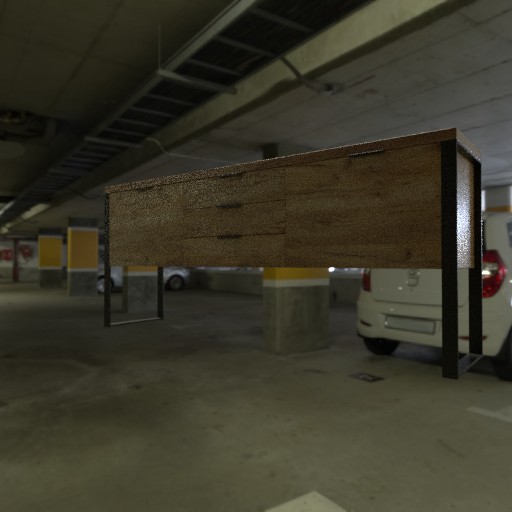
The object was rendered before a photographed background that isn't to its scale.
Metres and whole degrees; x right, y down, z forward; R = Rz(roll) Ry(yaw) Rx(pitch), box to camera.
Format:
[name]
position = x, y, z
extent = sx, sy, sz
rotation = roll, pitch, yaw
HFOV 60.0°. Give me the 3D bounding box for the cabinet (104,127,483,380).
[cabinet]
position = 0.000, 0.000, 2.026
extent = 1.800, 0.762, 0.395
rotation = -1, -1, 37
